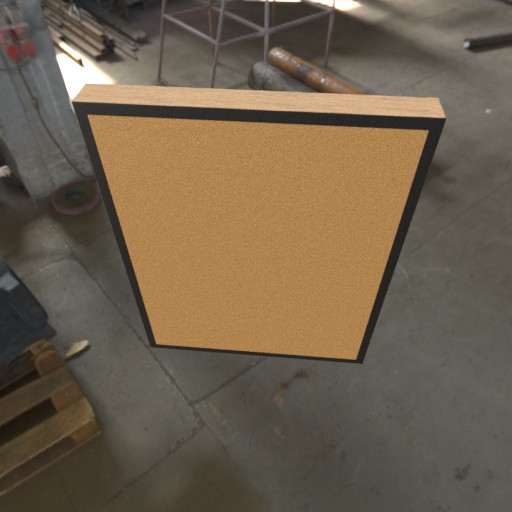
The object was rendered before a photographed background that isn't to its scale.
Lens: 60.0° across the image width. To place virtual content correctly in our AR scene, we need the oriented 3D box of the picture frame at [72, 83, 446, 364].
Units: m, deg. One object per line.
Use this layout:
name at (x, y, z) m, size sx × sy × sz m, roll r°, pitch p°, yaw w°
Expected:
picture frame at (0.000, 0.000, 0.703) m, size 0.421 × 0.526 × 0.046 m, roll 4°, pitch 47°, yaw 3°
